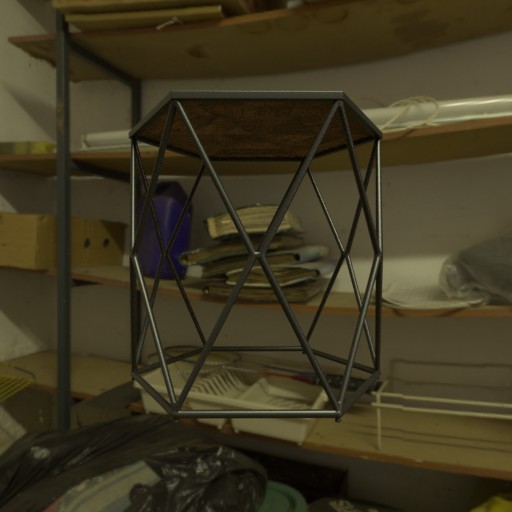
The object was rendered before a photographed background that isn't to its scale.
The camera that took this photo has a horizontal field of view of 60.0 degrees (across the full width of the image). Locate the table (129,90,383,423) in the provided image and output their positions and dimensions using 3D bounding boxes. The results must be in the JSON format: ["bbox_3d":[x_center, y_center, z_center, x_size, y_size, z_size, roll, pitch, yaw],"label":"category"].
[{"bbox_3d":[0.000,0.000,1.010,0.578,0.564,0.579,0,1,0],"label":"table"}]
